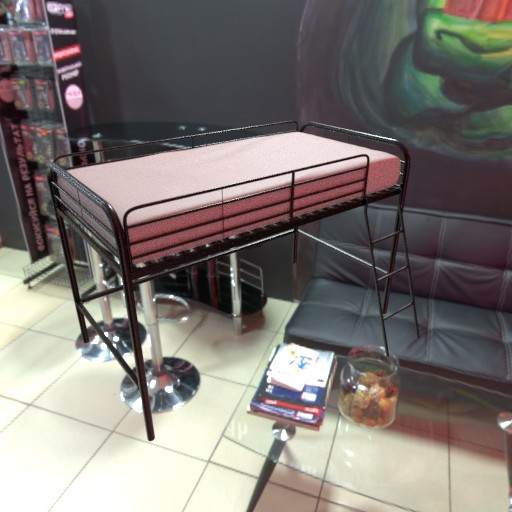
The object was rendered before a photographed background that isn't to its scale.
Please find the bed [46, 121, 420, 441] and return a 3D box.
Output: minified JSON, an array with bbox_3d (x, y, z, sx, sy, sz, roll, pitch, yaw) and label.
[{"bbox_3d":[0.000,0.000,2.818,1.968,1.289,1.393,-19,33,-33],"label":"bed"}]
